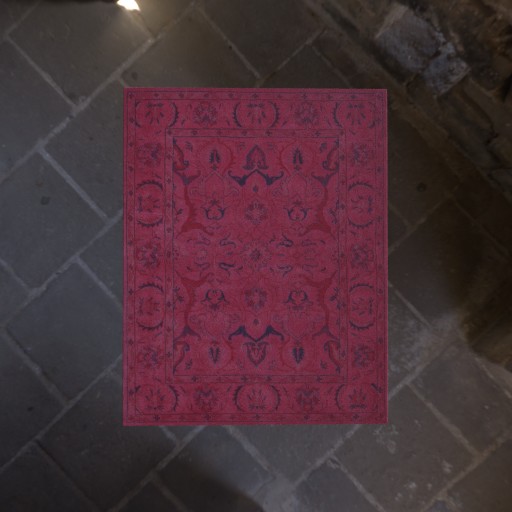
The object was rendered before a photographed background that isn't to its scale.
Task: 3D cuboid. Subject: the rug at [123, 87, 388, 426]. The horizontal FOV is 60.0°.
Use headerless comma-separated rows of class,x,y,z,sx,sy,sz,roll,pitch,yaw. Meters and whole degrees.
rug,0.000,0.000,3.855,2.300,0.012,2.929,0,89,-1
